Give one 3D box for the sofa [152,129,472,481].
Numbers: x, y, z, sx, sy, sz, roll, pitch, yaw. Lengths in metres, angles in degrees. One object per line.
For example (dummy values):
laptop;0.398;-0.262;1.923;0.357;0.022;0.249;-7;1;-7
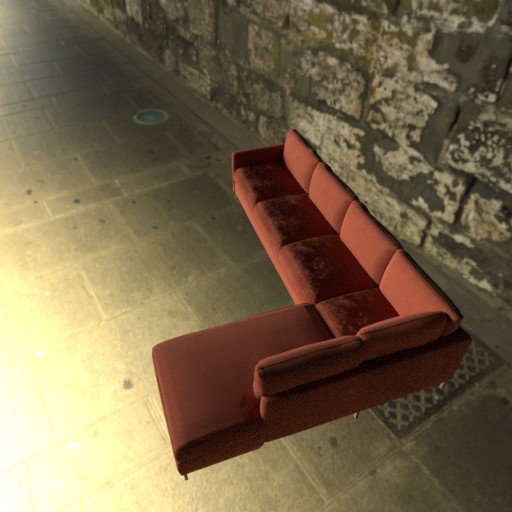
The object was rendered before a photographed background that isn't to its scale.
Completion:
sofa;0.000;0.000;3.520;1.879;0.757;2.736;-13;44;-14
